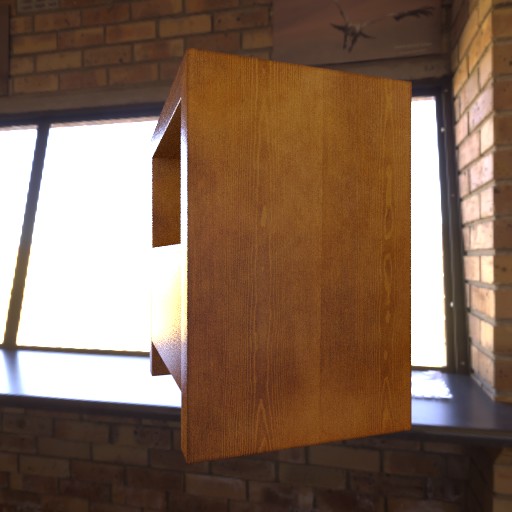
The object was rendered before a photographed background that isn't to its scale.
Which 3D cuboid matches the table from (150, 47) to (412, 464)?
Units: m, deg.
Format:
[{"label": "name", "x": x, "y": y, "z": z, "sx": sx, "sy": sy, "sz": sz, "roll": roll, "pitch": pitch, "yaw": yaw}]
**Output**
[{"label": "table", "x": 0.000, "y": 0.000, "z": 0.968, "sx": 0.400, "sy": 0.605, "sz": 0.550, "roll": 0, "pitch": 0, "yaw": -19}]
